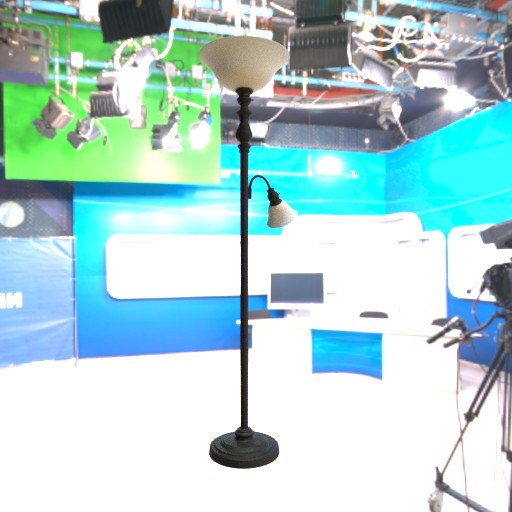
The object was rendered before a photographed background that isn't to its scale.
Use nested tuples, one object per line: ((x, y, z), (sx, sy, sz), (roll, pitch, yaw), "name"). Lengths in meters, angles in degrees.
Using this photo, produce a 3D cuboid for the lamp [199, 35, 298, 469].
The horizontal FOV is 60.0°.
((0.000, 0.000, 2.079), (0.405, 1.793, 0.588), (0, 0, 35), "lamp")
